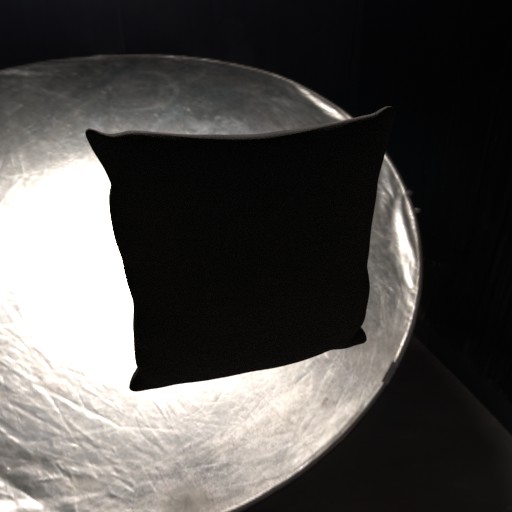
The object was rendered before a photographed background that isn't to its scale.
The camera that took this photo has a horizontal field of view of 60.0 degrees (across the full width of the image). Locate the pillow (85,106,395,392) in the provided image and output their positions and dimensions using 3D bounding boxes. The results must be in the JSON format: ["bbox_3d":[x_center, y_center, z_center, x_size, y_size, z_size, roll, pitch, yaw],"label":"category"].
[{"bbox_3d":[0.000,0.000,0.794,0.503,0.496,0.208,-8,29,-15],"label":"pillow"}]
